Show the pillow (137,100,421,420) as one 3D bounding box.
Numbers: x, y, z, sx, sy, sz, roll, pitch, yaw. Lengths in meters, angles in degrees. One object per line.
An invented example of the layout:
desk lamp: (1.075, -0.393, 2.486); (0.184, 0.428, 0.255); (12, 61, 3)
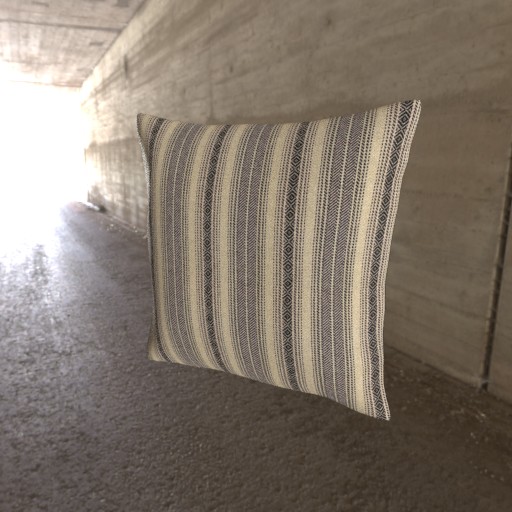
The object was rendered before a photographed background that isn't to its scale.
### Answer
pillow: (0.000, 0.000, 0.795); (0.520, 0.508, 0.166); (6, 14, 26)
